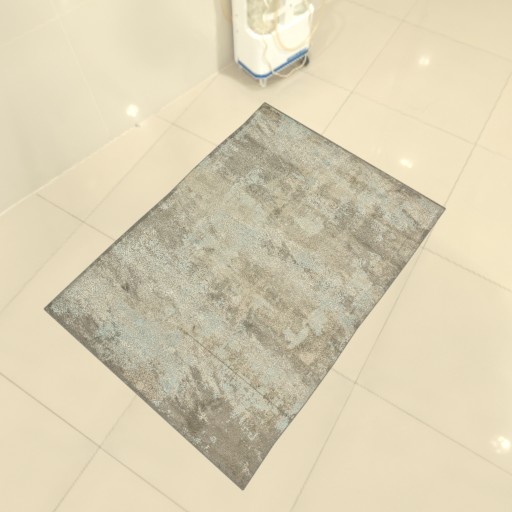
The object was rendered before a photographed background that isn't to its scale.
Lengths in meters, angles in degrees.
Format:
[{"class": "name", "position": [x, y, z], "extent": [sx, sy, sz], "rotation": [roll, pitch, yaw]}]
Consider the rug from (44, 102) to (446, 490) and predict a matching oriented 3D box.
[{"class": "rug", "position": [0.000, 0.000, 4.338], "extent": [2.393, 0.013, 3.307], "rotation": [36, 69, 16]}]
